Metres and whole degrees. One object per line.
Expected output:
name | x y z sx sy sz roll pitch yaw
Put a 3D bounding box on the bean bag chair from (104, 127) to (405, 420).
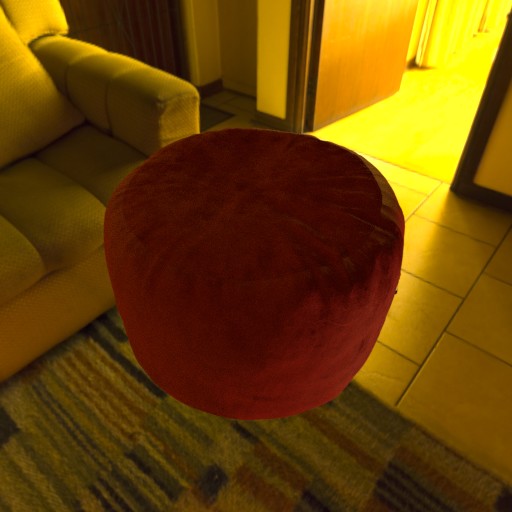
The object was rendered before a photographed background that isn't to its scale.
bean bag chair | 0.000 0.000 1.932 1.219 0.762 1.219 0 42 0
